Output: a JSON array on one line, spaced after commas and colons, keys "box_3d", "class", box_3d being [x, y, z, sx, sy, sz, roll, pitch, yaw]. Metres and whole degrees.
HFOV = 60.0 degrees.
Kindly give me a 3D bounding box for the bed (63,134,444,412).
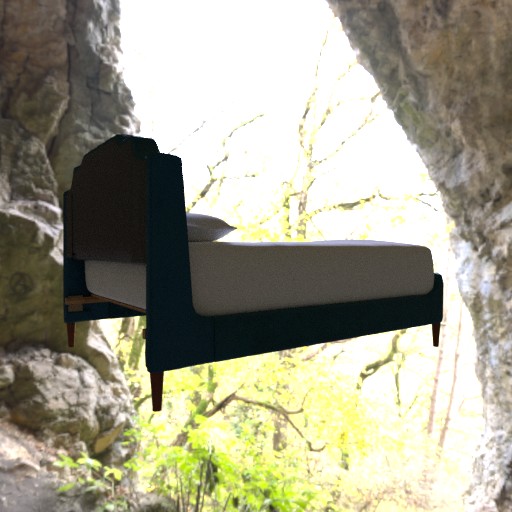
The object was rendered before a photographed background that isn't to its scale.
[{"box_3d": [0.000, 0.000, 3.275, 2.322, 1.338, 1.678, -1, 1, -36], "class": "bed"}]
